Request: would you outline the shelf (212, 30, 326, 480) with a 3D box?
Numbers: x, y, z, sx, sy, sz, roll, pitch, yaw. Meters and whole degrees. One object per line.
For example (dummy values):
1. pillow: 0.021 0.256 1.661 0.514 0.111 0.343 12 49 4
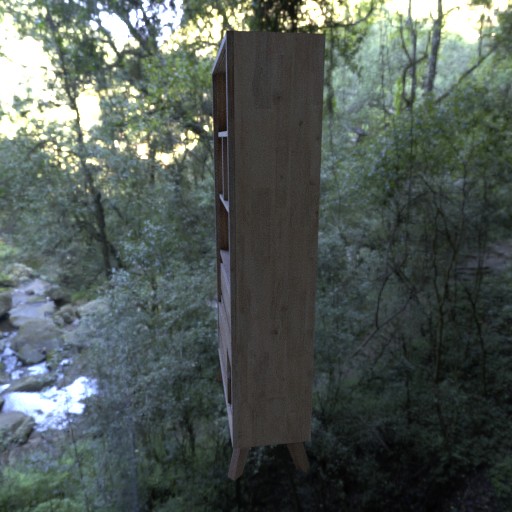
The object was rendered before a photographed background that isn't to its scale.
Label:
1. shelf: 0.000 0.000 1.763 0.308 1.471 0.748 -2 15 -8
